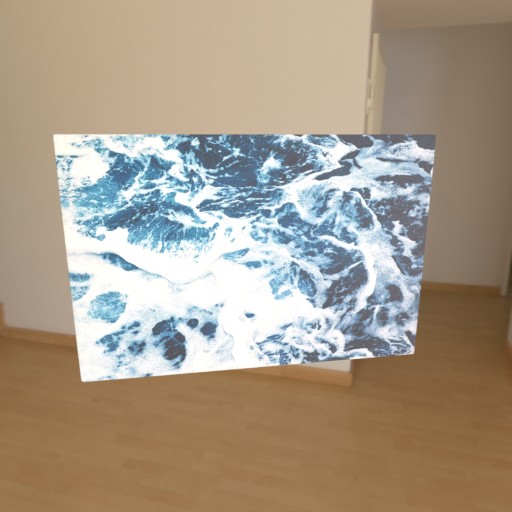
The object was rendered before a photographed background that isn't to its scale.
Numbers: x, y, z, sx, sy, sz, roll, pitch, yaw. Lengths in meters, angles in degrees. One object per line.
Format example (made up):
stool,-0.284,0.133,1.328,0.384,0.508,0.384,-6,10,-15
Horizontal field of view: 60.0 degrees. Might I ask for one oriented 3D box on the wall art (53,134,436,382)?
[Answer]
wall art,0.000,0.000,0.769,0.609,0.407,0.043,-3,15,-9
